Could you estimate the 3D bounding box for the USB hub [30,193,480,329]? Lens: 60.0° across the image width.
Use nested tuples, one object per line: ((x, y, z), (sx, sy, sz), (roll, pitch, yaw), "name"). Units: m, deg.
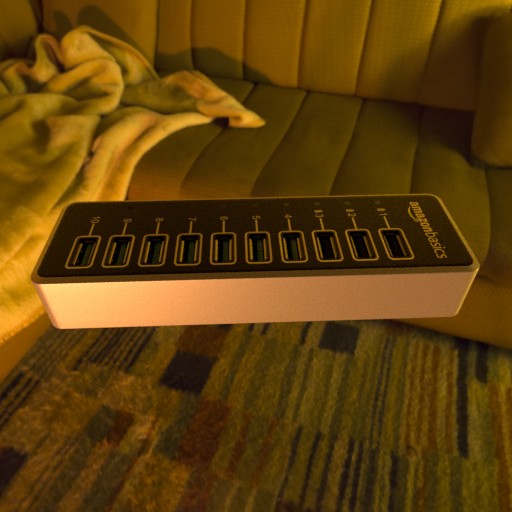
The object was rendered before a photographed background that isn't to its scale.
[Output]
((0.000, 0.000, 0.163), (0.145, 0.023, 0.044), (-2, 42, -2), "USB hub")
